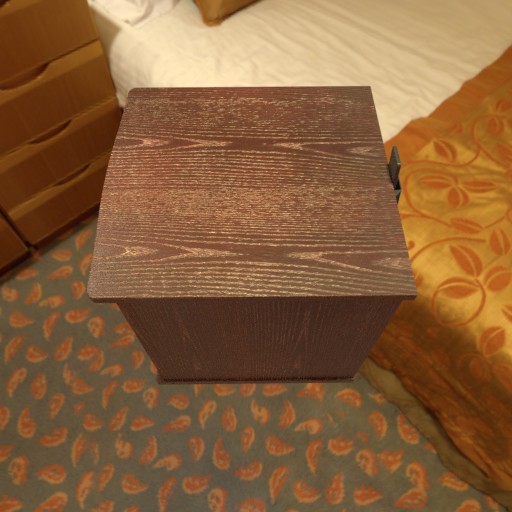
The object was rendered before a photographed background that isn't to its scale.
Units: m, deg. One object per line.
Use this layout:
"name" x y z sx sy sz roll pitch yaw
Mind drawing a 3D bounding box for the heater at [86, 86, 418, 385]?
"heater" 0.000 0.000 0.764 0.400 0.481 0.362 -1 58 0
